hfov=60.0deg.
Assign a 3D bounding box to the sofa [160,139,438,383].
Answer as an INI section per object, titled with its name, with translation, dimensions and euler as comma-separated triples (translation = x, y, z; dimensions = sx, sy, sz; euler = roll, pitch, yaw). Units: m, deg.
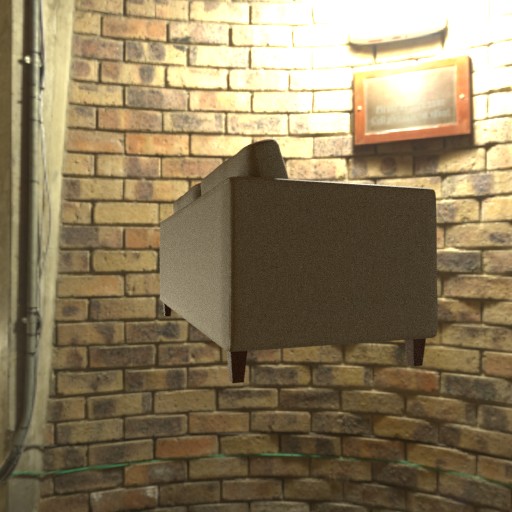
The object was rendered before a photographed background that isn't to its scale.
[sofa]
translation = 0.000, 0.000, 2.759
dimensions = 0.956, 0.963, 2.208
euler = 0, 0, -19
